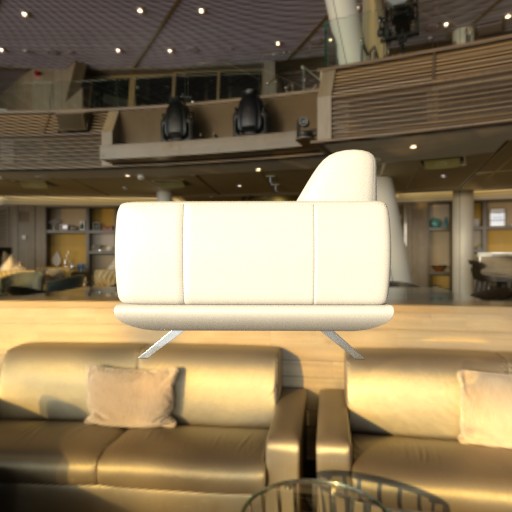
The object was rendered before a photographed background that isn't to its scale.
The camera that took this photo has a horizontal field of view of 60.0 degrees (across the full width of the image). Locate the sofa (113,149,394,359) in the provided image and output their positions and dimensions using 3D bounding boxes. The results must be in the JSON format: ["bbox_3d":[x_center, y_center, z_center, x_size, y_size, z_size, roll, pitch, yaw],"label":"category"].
[{"bbox_3d":[0.000,0.000,2.313,0.900,0.772,1.901,0,0,1],"label":"sofa"}]
